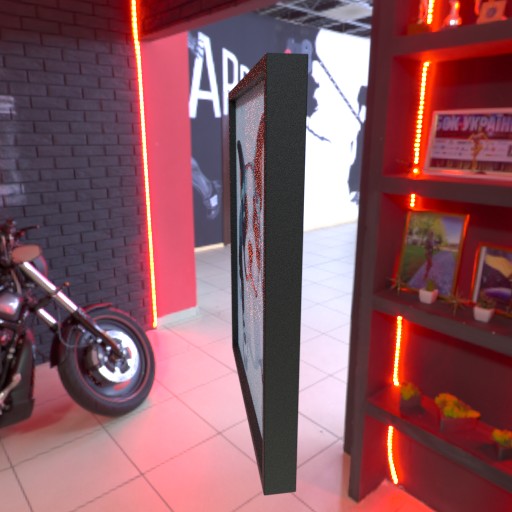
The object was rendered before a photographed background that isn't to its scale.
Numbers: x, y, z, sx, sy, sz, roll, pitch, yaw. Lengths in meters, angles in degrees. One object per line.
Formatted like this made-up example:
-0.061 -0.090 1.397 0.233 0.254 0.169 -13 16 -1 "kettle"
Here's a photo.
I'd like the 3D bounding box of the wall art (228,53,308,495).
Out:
0.000 0.000 0.495 0.030 0.369 0.294 -2 15 -8 "wall art"
